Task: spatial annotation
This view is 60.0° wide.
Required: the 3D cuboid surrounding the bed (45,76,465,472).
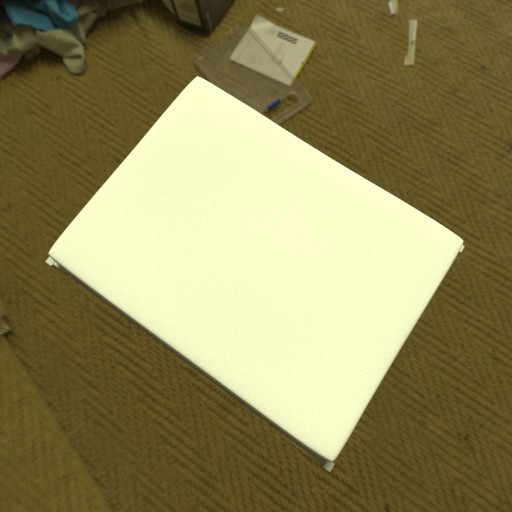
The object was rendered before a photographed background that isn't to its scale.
[{"bbox_3d":[0.000,0.000,2.795,2.108,0.510,1.604,34,77,9],"label":"bed"}]
